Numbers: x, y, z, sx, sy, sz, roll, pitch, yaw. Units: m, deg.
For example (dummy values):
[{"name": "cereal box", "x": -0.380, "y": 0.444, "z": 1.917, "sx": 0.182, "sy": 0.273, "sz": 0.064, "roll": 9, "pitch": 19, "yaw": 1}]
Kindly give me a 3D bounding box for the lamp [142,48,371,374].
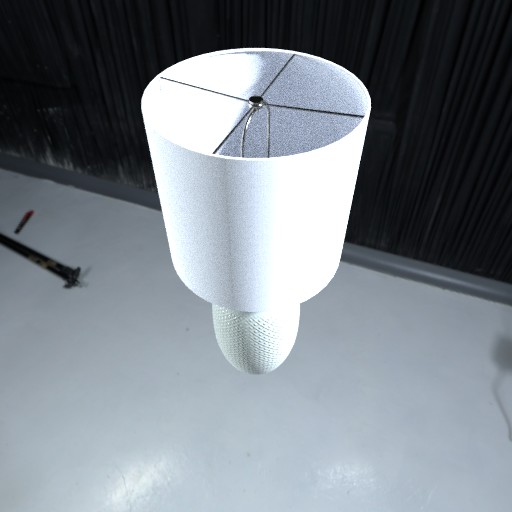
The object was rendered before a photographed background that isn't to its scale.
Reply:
[{"name": "lamp", "x": 0.000, "y": 0.000, "z": 0.589, "sx": 0.217, "sy": 0.453, "sz": 0.217, "roll": 16, "pitch": 49, "yaw": 15}]
